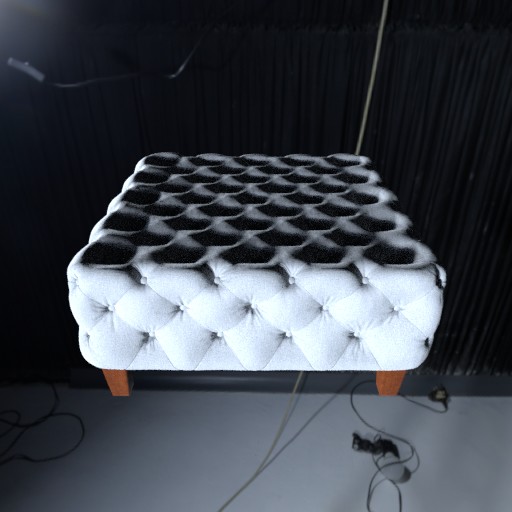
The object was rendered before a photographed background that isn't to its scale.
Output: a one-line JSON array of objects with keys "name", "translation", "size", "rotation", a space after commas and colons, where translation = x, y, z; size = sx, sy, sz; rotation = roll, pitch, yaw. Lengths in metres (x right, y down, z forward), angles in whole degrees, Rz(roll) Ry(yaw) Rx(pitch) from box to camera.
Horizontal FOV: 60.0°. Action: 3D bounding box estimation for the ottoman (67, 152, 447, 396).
[{"name": "ottoman", "translation": [0.000, 0.000, 1.210], "size": [0.764, 0.365, 0.758], "rotation": [0, 31, 0]}]
